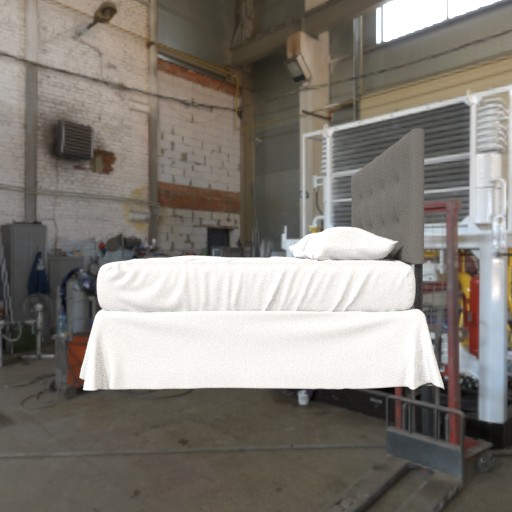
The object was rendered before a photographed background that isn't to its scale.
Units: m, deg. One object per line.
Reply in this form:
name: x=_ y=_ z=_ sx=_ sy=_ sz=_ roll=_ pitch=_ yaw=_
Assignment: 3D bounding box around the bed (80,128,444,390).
bed: x=0.000 y=0.000 z=3.498 sx=2.222 sy=1.577 sz=1.936 roll=0 pitch=0 yaw=-1
